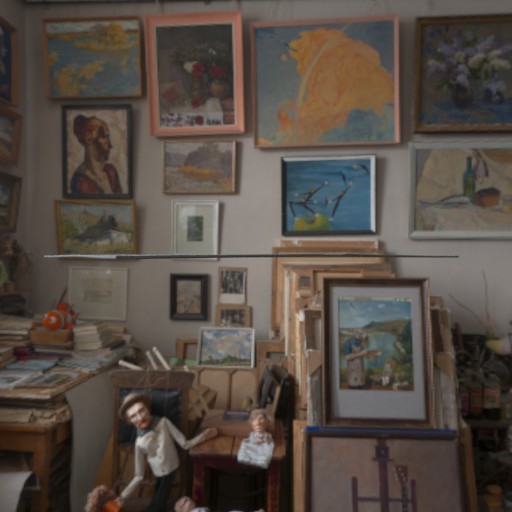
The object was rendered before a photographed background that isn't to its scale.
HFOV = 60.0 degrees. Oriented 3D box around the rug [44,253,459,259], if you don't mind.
[{"bbox_3d":[0.000,0.000,2.332,1.853,0.022,1.174,0,0,-35],"label":"rug"}]
